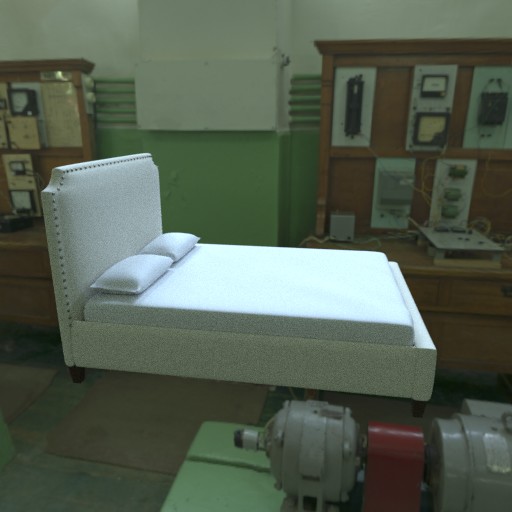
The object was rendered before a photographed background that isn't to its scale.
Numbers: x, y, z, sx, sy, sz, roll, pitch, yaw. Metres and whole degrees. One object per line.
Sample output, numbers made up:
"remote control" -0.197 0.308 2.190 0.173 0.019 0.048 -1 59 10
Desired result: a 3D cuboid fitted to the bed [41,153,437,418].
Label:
"bed" 0.000 0.000 3.410 2.372 1.443 1.712 3 17 9
